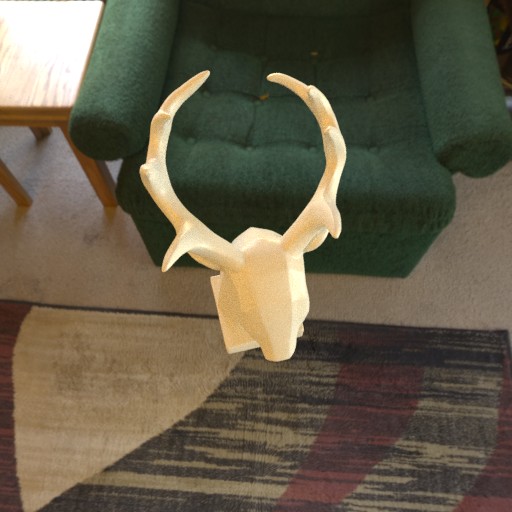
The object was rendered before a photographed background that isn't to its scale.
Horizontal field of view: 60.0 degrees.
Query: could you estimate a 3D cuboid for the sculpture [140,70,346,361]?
[{"bbox_3d":[0.000,0.000,0.466,0.174,0.329,0.224,-13,64,-6],"label":"sculpture"}]
